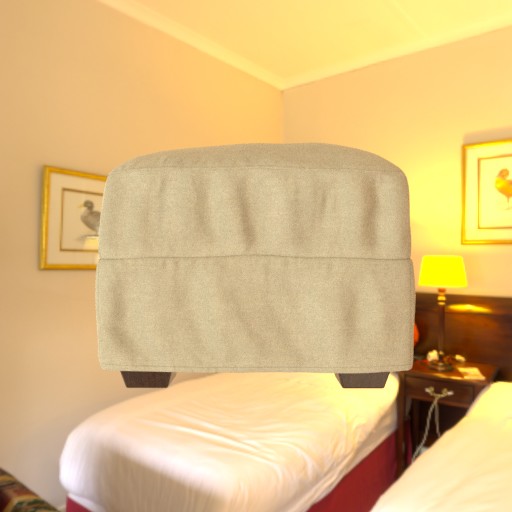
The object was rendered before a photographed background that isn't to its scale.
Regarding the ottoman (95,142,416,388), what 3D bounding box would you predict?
[{"bbox_3d":[0.000,0.000,1.090,0.584,0.480,0.712,0,0,1],"label":"ottoman"}]
